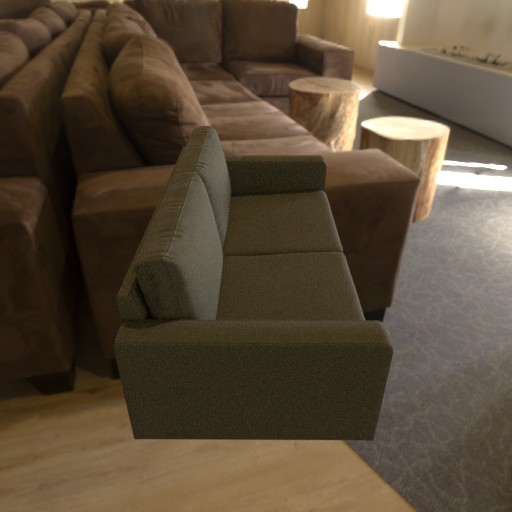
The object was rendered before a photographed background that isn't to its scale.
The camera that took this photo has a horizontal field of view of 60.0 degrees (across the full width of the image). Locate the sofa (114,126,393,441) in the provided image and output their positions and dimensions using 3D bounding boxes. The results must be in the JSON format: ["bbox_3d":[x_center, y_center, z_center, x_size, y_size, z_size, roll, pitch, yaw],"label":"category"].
[{"bbox_3d":[0.000,0.000,2.207,0.889,0.897,1.730,0,32,0],"label":"sofa"}]
